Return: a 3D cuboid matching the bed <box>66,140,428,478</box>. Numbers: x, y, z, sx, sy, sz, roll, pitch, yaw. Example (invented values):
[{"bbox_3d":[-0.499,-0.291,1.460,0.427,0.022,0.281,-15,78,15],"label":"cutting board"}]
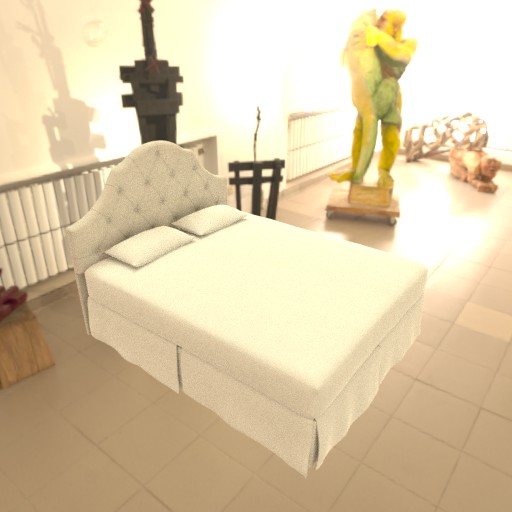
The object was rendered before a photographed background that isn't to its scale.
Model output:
[{"bbox_3d":[0.000,0.000,3.791,2.477,1.617,2.039,19,32,33],"label":"bed"}]
